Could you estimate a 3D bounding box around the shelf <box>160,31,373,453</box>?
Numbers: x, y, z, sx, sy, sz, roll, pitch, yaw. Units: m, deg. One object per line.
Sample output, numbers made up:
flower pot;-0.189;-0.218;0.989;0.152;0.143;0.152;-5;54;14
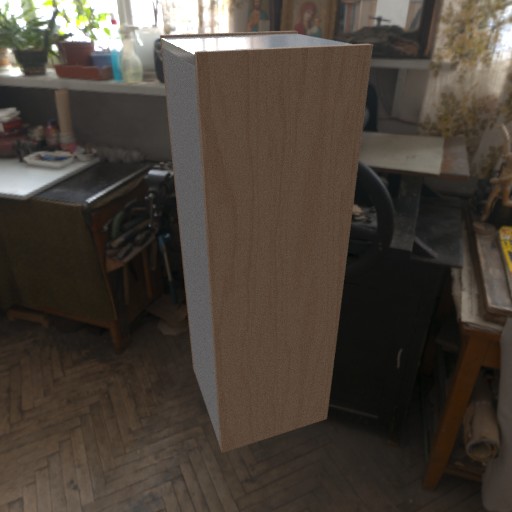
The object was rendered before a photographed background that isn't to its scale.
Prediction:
shelf;0.000;0.000;1.021;0.290;0.900;0.300;-11;33;-17
